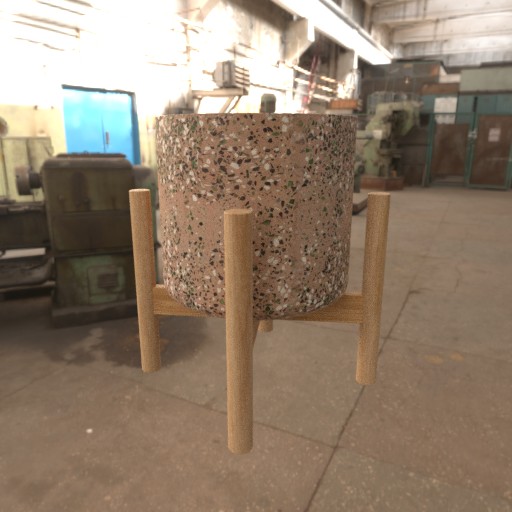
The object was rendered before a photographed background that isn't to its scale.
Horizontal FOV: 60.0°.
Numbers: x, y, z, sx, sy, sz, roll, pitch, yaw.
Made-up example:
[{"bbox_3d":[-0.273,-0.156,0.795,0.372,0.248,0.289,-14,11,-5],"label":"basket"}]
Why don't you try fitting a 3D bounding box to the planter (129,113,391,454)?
[{"bbox_3d":[0.000,0.000,0.538,0.284,0.320,0.284,8,17,28],"label":"planter"}]
